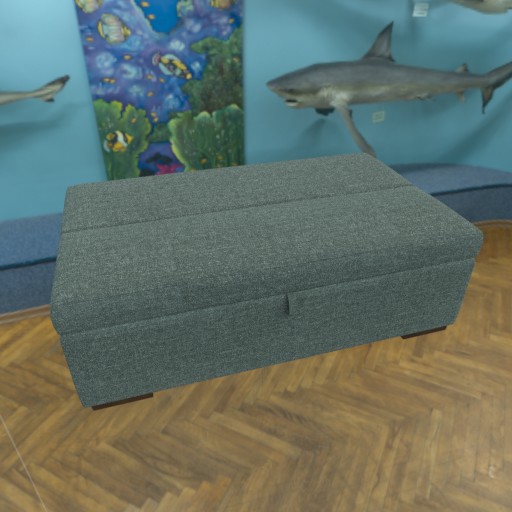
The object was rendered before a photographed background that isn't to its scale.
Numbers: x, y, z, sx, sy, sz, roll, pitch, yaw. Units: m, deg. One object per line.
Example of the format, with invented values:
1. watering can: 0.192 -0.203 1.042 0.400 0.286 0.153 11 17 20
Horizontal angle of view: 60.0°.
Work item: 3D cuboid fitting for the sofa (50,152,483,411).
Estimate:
1. sofa: 0.000 0.000 1.544 1.198 0.417 0.782 -9 34 -14
